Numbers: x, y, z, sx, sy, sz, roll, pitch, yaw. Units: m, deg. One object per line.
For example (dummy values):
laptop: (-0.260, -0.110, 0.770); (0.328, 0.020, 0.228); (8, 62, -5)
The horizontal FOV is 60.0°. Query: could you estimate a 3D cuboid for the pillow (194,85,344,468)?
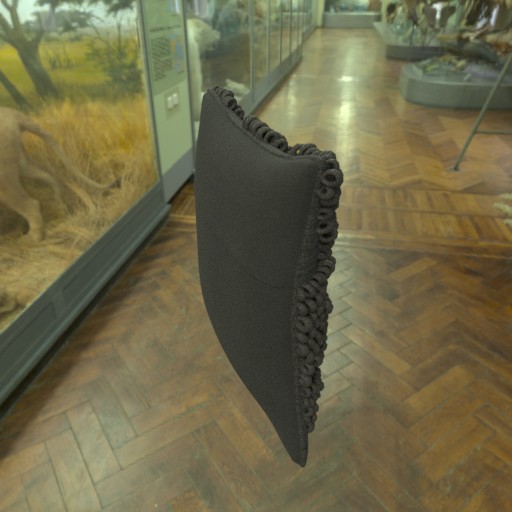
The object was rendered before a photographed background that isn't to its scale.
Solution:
pillow: (0.000, 0.000, 0.730); (0.172, 0.467, 0.470); (-10, 32, -17)
